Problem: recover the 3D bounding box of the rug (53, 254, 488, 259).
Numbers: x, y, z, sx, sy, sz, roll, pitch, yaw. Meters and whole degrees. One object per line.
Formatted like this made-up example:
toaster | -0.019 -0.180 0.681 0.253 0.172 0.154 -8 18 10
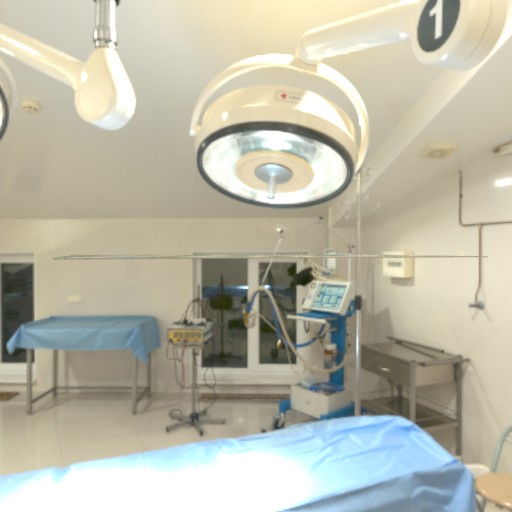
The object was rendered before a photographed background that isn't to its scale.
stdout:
rug | 0.000 0.000 2.296 1.827 0.005 1.229 0 1 -20
